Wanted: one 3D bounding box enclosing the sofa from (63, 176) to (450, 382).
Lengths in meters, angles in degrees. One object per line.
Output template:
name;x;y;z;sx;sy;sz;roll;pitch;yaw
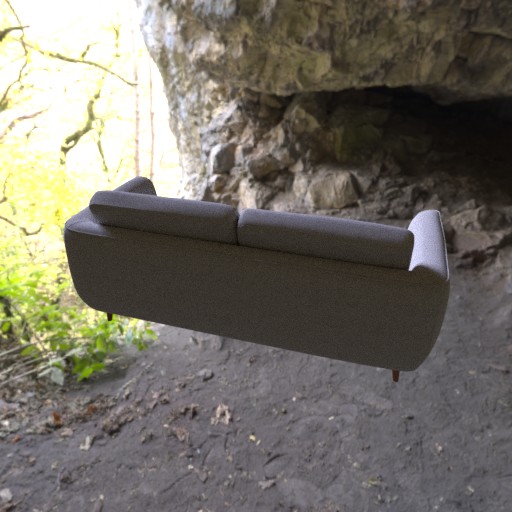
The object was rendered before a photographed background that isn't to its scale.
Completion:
sofa;0.000;0.000;2.541;2.000;0.850;0.920;9;32;14
